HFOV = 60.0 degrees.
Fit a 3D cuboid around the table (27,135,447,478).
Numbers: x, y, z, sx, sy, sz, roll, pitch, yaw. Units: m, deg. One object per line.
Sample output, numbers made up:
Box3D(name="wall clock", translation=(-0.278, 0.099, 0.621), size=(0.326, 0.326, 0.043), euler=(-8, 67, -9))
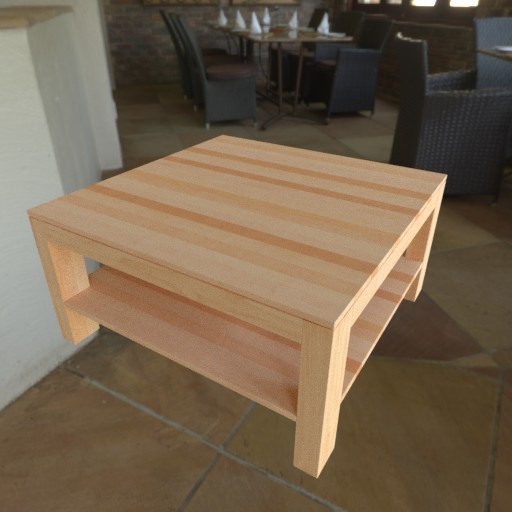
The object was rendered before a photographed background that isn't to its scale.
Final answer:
Box3D(name="table", translation=(0.000, 0.000, 1.432), size=(0.900, 0.450, 0.900), euler=(18, 35, 28))
